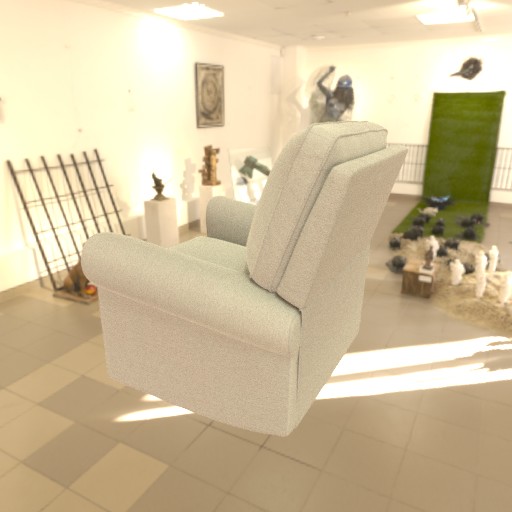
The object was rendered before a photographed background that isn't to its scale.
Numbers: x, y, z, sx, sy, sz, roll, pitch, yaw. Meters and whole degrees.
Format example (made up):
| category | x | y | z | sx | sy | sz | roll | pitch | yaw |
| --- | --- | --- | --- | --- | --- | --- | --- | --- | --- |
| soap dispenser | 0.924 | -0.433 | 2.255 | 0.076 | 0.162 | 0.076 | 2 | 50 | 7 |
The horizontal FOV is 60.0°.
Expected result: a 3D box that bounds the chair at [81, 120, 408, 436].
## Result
| category | x | y | z | sx | sy | sz | roll | pitch | yaw |
| --- | --- | --- | --- | --- | --- | --- | --- | --- | --- |
| chair | 0.000 | 0.000 | 1.628 | 0.878 | 0.960 | 0.890 | 10 | 21 | 27 |
